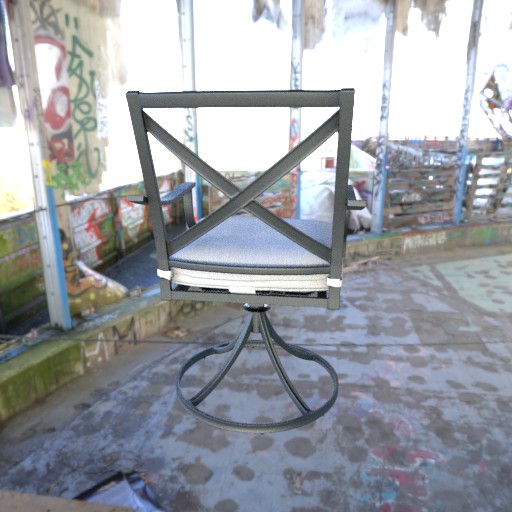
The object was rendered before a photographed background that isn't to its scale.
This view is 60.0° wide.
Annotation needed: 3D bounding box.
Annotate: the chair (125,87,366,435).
[{"bbox_3d":[0.000,0.000,1.324,0.575,0.889,0.620,2,16,8],"label":"chair"}]
